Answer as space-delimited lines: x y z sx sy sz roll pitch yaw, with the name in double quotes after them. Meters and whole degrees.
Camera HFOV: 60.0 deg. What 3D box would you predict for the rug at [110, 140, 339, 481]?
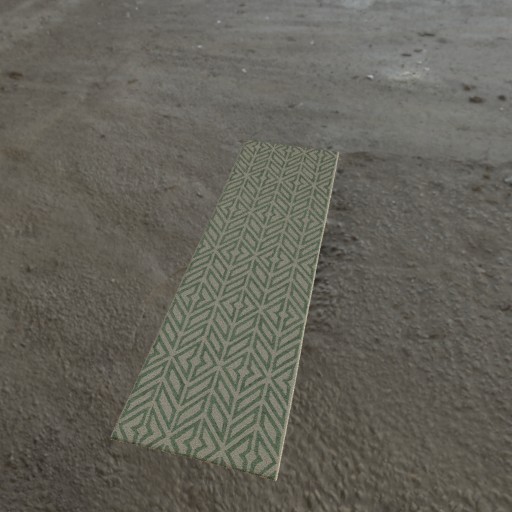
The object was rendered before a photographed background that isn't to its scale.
0.000 0.000 2.697 0.750 0.009 2.435 10 48 9 "rug"
